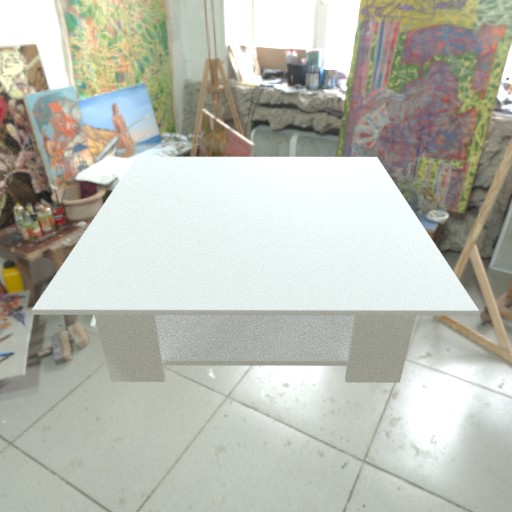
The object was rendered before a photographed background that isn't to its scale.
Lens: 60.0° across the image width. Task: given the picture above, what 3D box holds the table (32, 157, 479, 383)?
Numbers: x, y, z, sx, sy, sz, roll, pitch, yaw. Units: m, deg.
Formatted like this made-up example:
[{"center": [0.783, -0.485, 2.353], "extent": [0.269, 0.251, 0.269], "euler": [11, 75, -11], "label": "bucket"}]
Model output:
[{"center": [0.000, 0.000, 1.339], "extent": [0.890, 0.305, 0.890], "euler": [0, 32, 0], "label": "table"}]
